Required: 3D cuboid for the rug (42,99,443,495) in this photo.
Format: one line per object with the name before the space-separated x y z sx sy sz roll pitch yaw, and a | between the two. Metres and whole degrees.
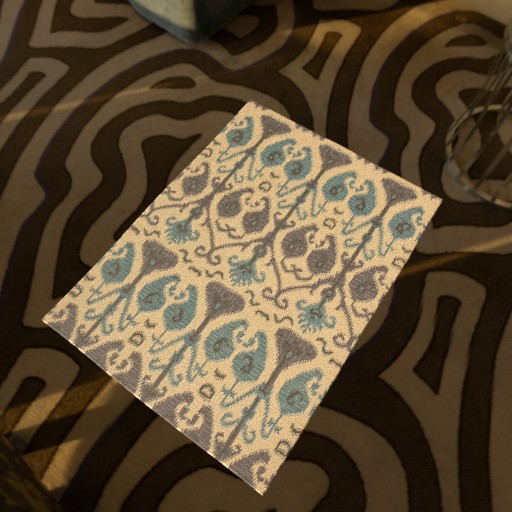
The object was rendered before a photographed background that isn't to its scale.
rug | 0.000 0.000 2.940 1.676 0.013 2.261 32 68 15
